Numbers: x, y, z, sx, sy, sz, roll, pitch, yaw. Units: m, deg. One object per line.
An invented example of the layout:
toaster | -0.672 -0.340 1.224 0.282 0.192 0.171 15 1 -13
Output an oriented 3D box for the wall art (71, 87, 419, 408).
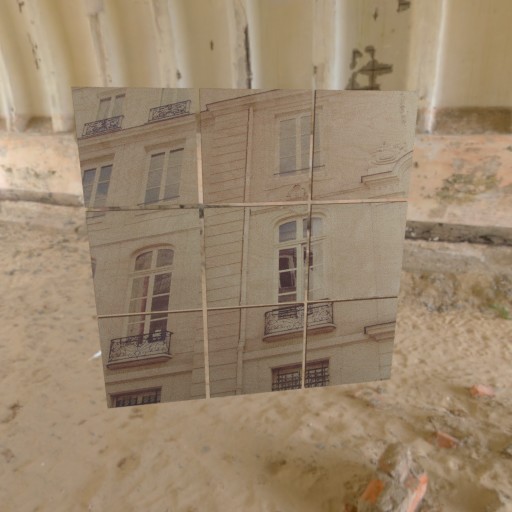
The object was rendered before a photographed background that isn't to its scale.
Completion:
wall art | 0.000 0.000 1.726 1.221 1.218 0.024 -3 17 -9
